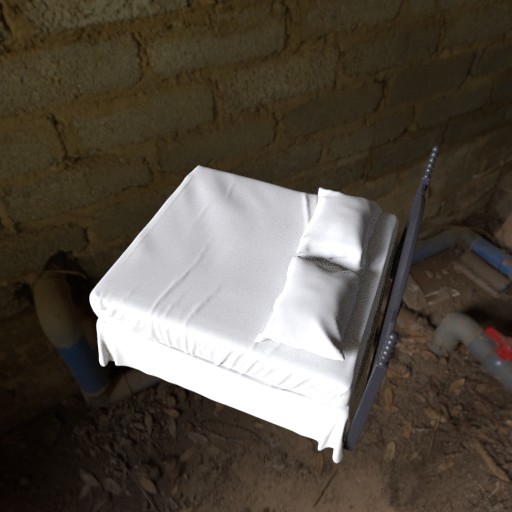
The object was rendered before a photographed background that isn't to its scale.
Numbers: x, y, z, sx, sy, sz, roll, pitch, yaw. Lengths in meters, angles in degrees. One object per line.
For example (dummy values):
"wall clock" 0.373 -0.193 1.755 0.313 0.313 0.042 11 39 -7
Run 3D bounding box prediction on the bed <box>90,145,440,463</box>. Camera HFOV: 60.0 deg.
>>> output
"bed" 0.000 0.000 3.211 2.040 1.356 1.873 17 49 15
